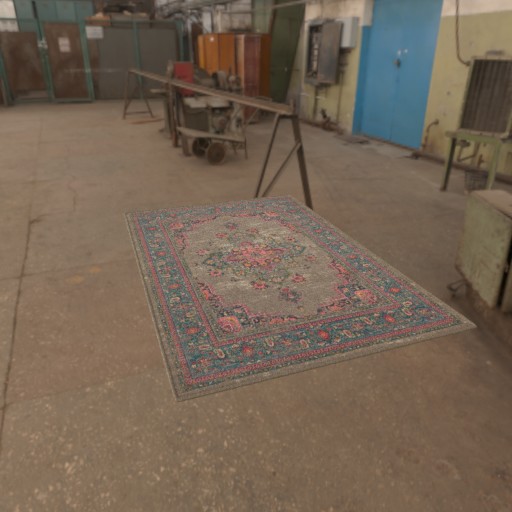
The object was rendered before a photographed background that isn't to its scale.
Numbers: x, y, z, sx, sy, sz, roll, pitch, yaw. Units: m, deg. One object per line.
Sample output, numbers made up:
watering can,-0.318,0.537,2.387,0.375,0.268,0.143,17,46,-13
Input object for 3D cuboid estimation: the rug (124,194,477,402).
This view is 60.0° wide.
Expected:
rug,0.000,0.000,2.229,1.144,0.014,1.748,-9,27,-18
